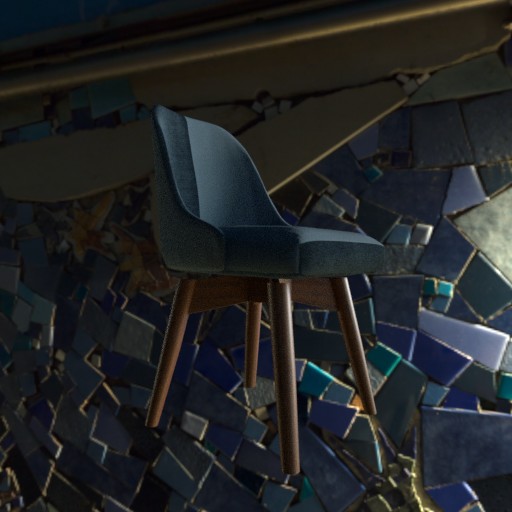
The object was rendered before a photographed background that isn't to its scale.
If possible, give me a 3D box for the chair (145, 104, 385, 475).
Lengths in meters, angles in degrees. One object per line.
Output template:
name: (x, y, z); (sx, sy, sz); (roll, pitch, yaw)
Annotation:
chair: (0.000, 0.000, 1.220); (0.589, 0.882, 0.503); (0, 0, 36)
